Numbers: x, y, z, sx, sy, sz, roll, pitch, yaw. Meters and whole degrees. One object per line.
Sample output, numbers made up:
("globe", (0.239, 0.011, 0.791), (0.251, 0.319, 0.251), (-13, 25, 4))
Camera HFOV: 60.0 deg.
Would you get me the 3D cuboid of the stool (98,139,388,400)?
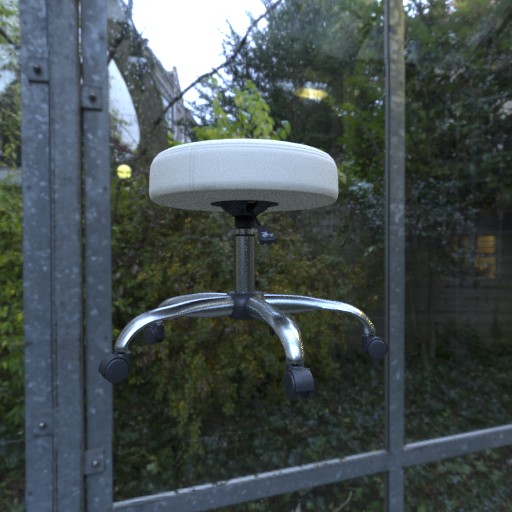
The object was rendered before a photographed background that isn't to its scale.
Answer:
("stool", (0.000, 0.000, 1.040), (0.614, 0.482, 0.634), (0, 0, -1))
